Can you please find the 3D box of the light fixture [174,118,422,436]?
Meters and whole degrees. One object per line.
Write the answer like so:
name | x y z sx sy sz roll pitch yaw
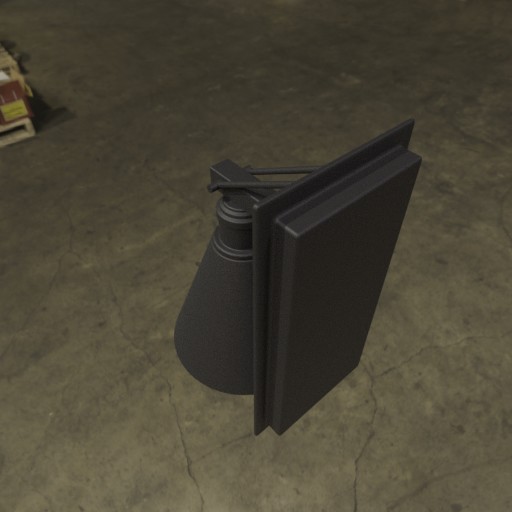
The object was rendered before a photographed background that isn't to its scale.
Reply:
light fixture | 0.000 0.000 0.421 0.170 0.298 0.207 -32 53 -28
